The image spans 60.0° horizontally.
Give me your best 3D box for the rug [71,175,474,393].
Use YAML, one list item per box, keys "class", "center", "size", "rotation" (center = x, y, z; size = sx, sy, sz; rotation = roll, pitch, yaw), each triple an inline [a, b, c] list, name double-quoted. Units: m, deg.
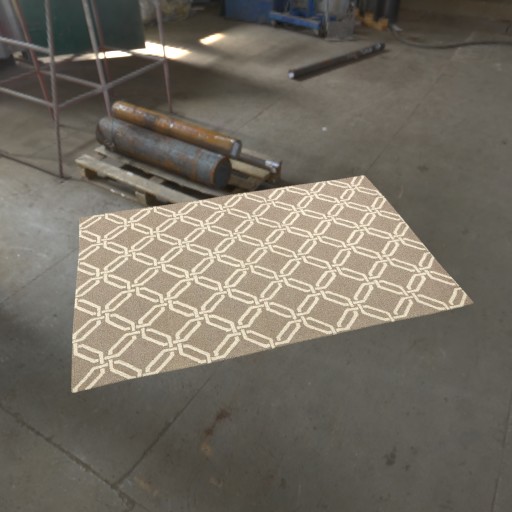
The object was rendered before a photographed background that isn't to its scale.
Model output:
- class: "rug"
  center: [0.000, 0.000, 2.236]
  size: [1.748, 0.010, 1.142]
  rotation: [-10, 43, -11]
